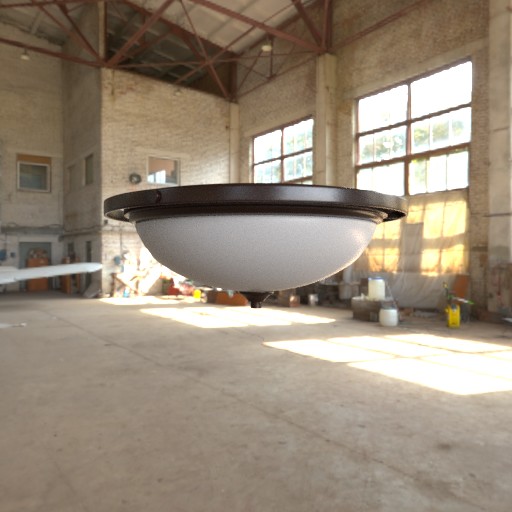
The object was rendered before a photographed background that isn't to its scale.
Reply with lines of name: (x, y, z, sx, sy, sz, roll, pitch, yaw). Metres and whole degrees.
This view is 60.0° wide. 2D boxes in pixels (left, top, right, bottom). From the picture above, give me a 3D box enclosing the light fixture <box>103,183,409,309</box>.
light fixture: (0.000, 0.000, 0.554, 0.361, 0.130, 0.361, 0, 0, 0)
